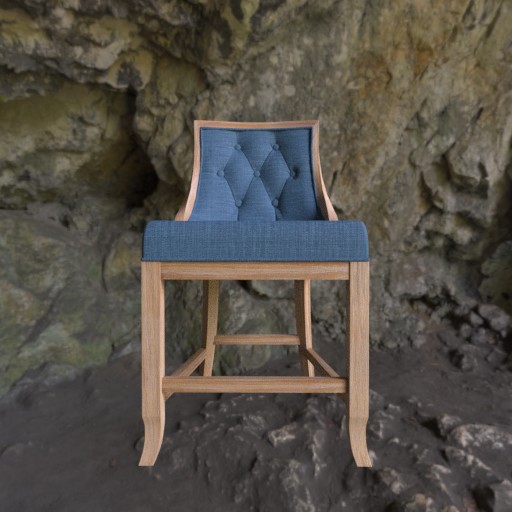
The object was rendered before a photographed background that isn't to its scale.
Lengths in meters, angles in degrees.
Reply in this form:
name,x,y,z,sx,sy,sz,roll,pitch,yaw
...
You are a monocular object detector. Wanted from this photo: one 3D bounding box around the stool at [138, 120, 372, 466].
name,x,y,z,sx,sy,sz,roll,pitch,yaw
stool,0.000,0.000,1.297,0.524,0.938,0.626,0,1,0
